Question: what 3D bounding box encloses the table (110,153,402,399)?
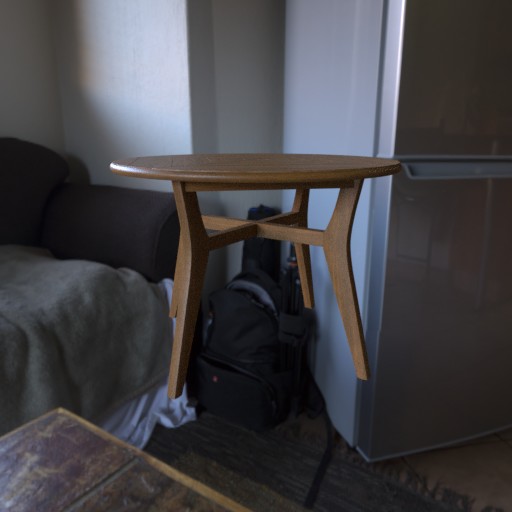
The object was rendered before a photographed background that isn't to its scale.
[{"bbox_3d":[0.000,0.000,1.776,1.055,0.757,1.055,0,16,0],"label":"table"}]
